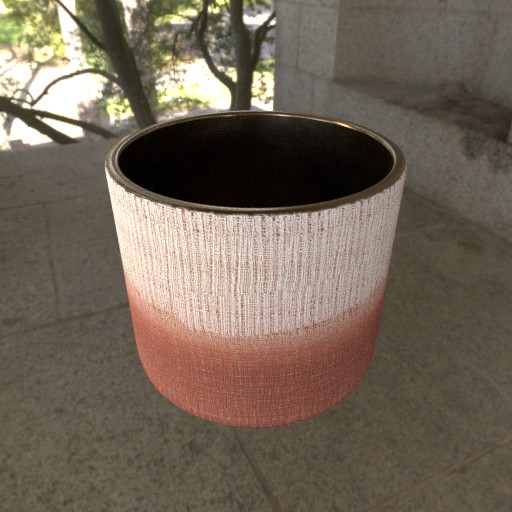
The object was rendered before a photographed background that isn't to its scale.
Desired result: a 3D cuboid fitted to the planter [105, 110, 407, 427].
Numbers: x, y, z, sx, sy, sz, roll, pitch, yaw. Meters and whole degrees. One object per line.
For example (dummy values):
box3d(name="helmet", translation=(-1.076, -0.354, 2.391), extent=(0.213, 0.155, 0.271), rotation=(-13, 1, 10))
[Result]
box3d(name="planter", translation=(0.000, 0.000, 0.438), extent=(0.254, 0.221, 0.254), rotation=(0, 33, 0))
